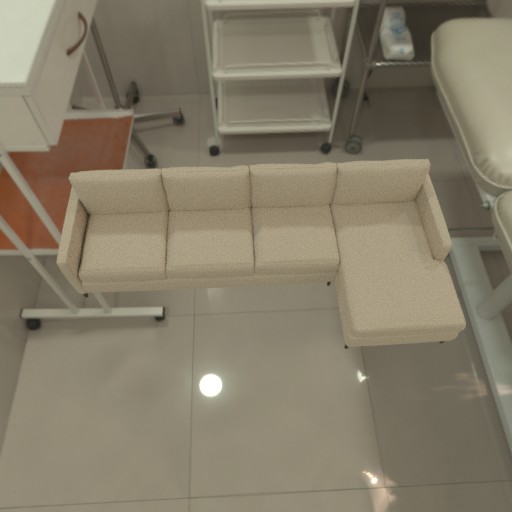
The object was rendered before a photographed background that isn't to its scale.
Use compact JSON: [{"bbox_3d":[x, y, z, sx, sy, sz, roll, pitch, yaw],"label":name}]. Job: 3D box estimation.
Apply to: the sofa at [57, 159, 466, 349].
[{"bbox_3d":[0.000,0.000,3.185,2.731,0.755,1.258,-2,59,-1],"label":"sofa"}]
